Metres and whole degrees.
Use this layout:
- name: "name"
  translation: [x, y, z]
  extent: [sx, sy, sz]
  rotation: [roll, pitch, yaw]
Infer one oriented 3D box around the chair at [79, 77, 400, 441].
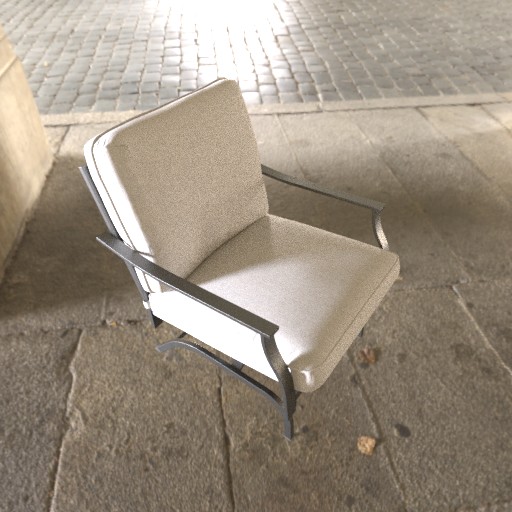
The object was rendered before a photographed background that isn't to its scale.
- name: "chair"
  translation: [0.000, 0.000, 1.420]
  extent: [0.787, 0.860, 0.650]
  rotation: [26, 48, 26]
